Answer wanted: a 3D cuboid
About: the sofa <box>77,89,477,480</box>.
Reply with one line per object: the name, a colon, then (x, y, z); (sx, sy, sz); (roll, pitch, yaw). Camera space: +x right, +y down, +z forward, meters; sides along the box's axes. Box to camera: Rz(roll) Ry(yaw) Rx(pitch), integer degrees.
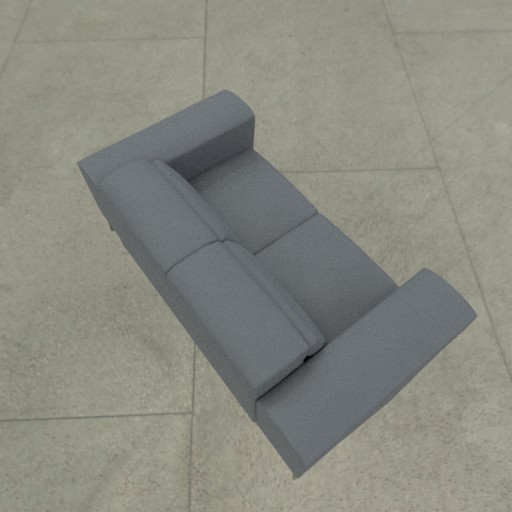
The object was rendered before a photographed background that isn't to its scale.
sofa: (0.000, 0.000, 2.326); (1.003, 0.779, 1.895); (-33, 64, -19)
